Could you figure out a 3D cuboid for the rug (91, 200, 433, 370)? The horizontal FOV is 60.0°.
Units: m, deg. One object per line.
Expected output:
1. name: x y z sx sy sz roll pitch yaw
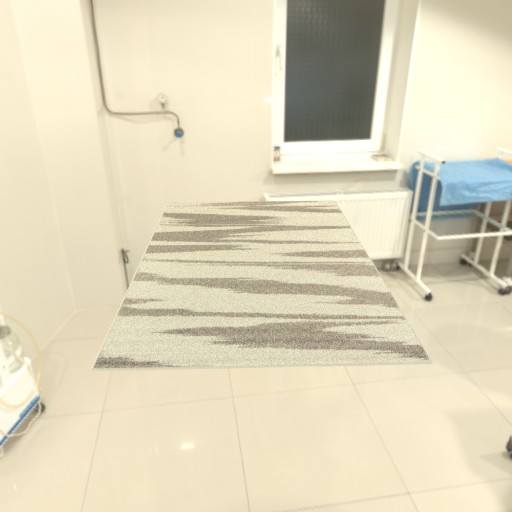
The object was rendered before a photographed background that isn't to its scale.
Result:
1. rug: 0.000 0.000 2.399 1.225 0.008 1.827 -1 26 -2
